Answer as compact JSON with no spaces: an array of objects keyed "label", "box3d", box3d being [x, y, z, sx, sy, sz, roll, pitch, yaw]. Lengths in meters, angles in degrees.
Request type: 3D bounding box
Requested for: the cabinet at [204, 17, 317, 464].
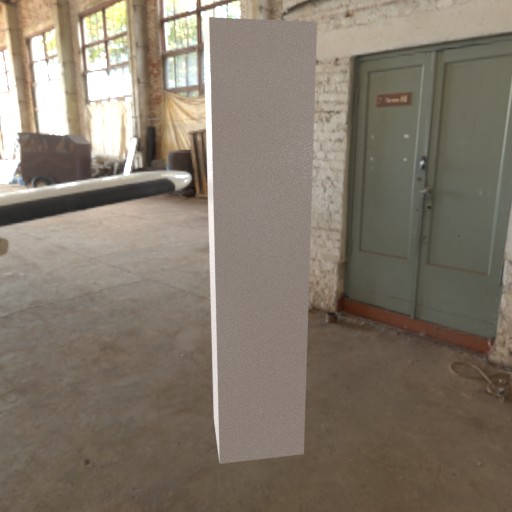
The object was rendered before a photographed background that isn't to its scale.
[{"label":"cabinet","box3d":[0.000,0.000,1.511,0.300,1.400,0.269,-2,14,-9]}]
